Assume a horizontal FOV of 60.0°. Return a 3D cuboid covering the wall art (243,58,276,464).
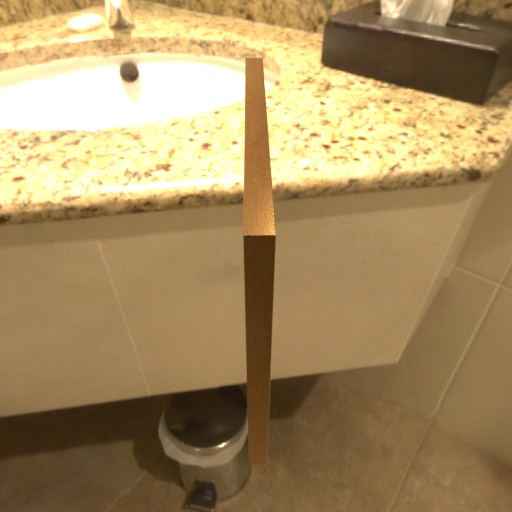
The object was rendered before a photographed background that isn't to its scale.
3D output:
[{"bbox_3d":[0.000,0.000,0.465,0.019,0.302,0.302,-1,42,-1],"label":"wall art"}]
